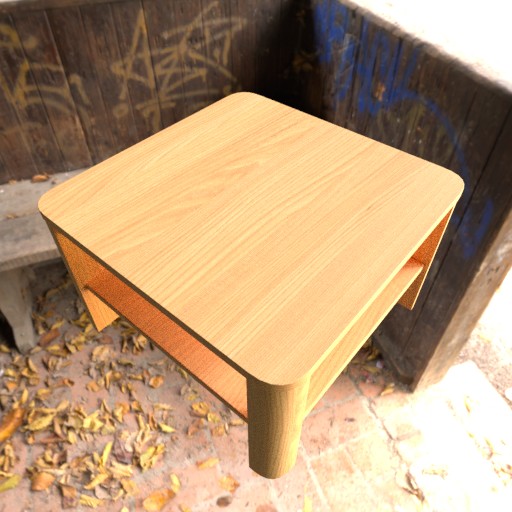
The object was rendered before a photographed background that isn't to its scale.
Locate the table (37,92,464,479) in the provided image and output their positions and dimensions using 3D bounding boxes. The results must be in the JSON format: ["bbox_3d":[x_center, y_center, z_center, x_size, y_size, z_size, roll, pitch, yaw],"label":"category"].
[{"bbox_3d":[0.000,0.000,1.211,0.750,0.450,0.750,31,54,27],"label":"table"}]
